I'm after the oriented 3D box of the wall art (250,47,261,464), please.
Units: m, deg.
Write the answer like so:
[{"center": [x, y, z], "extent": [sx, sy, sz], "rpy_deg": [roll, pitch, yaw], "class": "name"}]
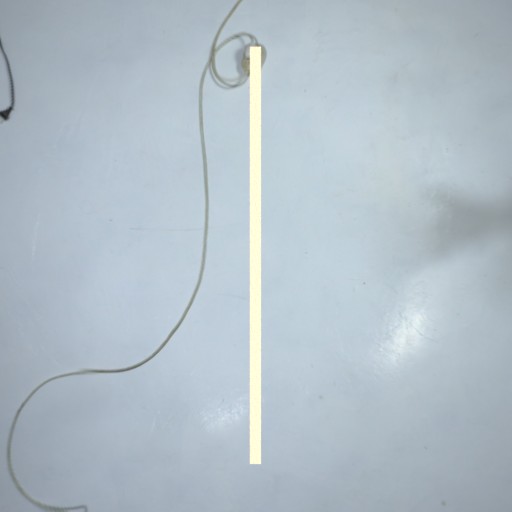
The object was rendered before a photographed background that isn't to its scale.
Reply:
[{"center": [0.000, 0.000, 0.791], "extent": [0.012, 0.608, 0.459], "rpy_deg": [0, 90, 0], "class": "wall art"}]
